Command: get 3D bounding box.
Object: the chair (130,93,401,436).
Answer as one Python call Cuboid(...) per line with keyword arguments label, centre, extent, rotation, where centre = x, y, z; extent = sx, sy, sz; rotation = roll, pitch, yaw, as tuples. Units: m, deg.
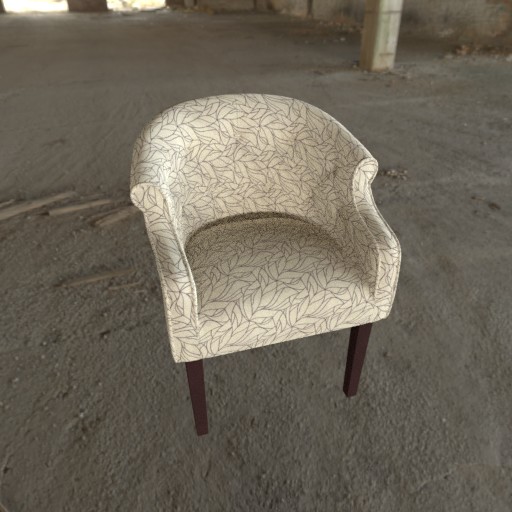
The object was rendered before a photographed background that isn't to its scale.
Cuboid(label="chair", centre=(0.000, 0.000, 1.370), extent=(0.686, 0.858, 0.613), rotation=(-9, 33, -15))
